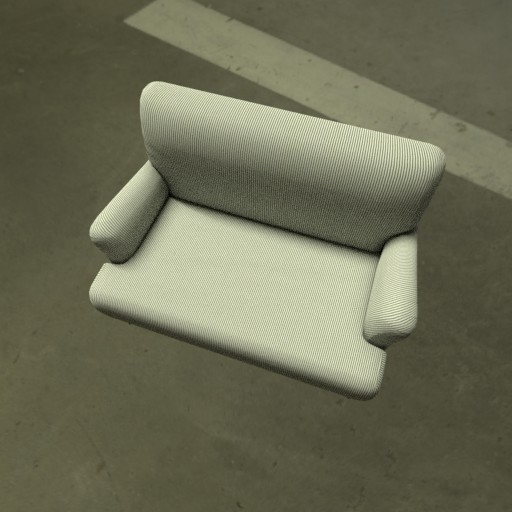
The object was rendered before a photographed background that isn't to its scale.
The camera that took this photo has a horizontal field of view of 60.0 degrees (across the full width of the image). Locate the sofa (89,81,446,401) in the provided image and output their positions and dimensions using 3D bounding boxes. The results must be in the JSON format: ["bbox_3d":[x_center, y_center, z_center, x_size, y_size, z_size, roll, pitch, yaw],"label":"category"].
[{"bbox_3d":[0.000,0.000,1.833,1.297,0.889,0.779,16,60,10],"label":"sofa"}]
